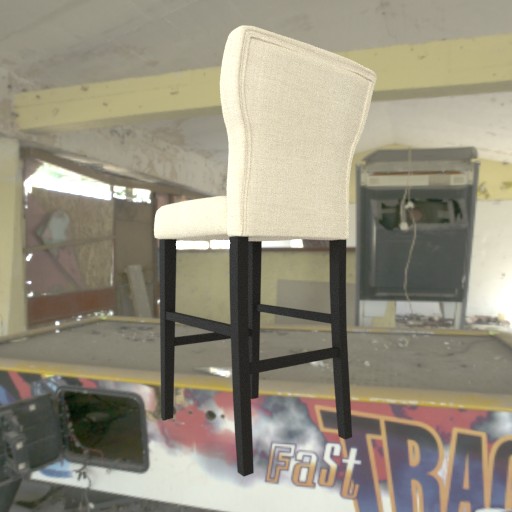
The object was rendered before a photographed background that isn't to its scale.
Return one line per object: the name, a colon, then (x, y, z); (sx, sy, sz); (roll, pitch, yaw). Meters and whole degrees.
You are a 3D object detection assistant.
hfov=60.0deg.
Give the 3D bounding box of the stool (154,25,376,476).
stool: (0.000, 0.000, 1.423); (0.516, 1.124, 0.603); (0, 0, -37)
